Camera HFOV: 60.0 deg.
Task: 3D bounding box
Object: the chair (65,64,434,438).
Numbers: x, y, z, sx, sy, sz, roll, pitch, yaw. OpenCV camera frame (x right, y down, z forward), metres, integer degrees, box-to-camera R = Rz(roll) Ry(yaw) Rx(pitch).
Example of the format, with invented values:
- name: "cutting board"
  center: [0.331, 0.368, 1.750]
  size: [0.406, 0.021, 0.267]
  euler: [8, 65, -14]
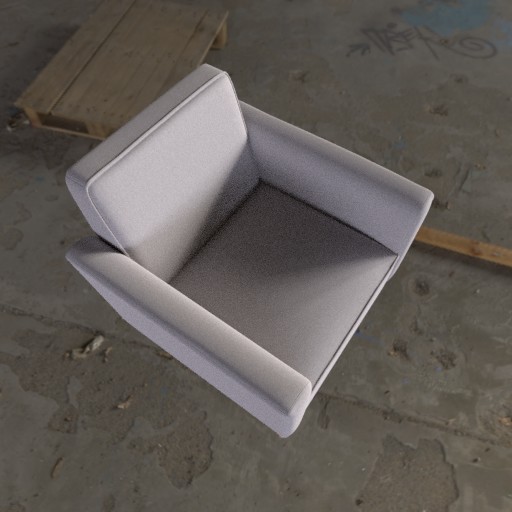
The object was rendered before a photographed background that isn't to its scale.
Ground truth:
- name: "chair"
  center: [0.000, 0.000, 1.386]
  size: [0.750, 0.780, 0.780]
  euler: [31, 63, 18]
